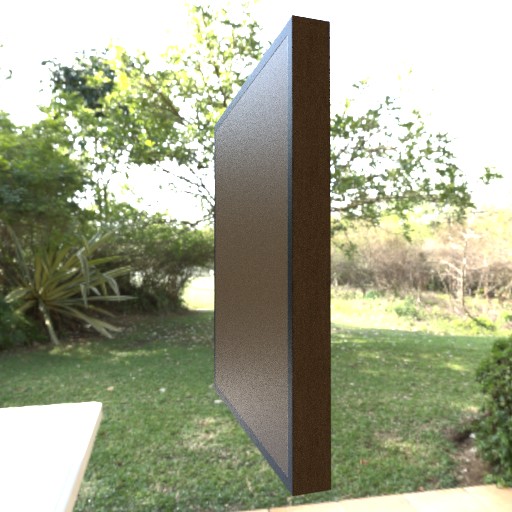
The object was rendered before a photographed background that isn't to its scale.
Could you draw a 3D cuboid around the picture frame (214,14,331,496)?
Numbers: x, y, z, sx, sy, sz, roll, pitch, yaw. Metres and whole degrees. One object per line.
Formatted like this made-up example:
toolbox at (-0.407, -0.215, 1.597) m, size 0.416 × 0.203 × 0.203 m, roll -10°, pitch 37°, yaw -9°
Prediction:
picture frame at (0.000, 0.000, 0.691) m, size 0.046 × 0.526 × 0.421 m, roll 0°, pitch -1°, yaw -17°
